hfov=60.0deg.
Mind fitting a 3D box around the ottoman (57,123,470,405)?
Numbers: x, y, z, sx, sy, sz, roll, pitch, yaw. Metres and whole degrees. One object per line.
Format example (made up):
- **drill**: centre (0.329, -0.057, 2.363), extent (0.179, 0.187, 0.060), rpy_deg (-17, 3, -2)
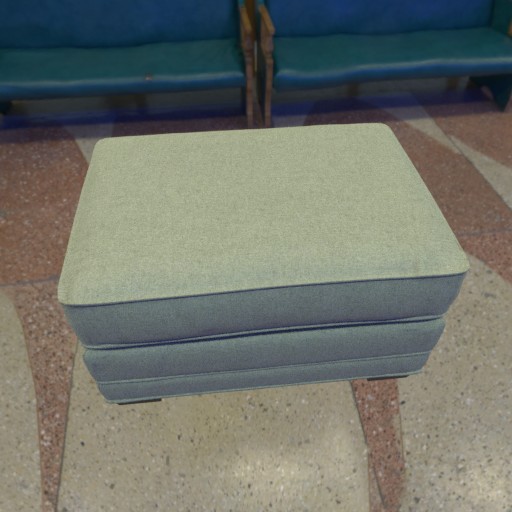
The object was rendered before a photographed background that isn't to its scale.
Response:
- **ottoman**: centre (0.000, 0.000, 1.200), extent (0.848, 0.508, 0.611), rpy_deg (-4, 47, -4)
